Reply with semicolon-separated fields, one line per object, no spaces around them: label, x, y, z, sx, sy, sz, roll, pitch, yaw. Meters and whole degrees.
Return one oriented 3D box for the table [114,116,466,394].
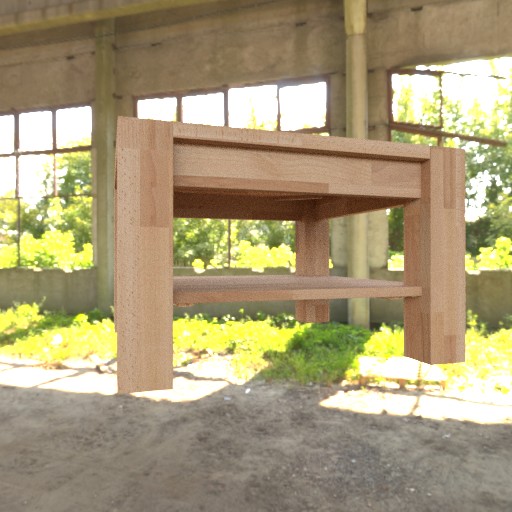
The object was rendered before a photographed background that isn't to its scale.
table;0.000;0.000;1.157;0.700;0.451;0.700;0;0;-18
